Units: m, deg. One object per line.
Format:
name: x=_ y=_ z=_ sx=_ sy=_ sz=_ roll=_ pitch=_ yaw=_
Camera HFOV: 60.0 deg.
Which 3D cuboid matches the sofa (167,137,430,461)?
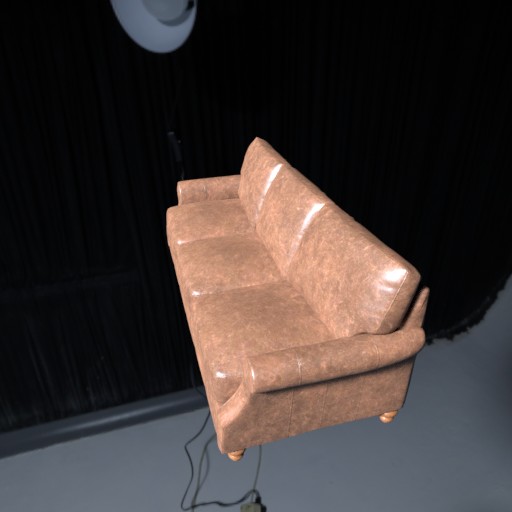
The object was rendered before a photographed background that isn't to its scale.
sofa: x=0.000 y=0.000 z=2.841 sx=0.973 sy=0.977 sz=2.351 roll=-8 pitch=30 yaw=-14
